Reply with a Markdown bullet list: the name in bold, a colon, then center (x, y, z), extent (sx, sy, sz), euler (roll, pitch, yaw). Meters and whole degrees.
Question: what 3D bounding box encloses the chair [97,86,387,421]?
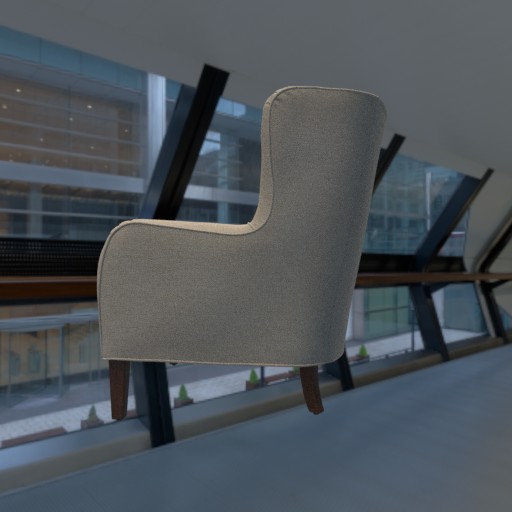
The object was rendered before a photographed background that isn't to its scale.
- **chair**: center (0.000, 0.000, 1.743), extent (0.966, 1.040, 0.838), euler (0, 0, 3)
